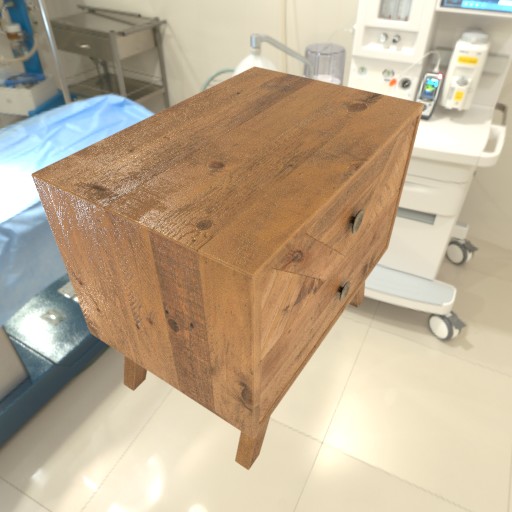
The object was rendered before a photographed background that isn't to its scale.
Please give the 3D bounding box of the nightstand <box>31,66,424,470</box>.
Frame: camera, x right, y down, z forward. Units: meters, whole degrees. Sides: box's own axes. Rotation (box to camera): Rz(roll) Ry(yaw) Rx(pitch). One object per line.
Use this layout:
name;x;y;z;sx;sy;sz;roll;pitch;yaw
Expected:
nightstand;0.000;0.000;1.025;0.450;0.599;0.650;24;46;25
